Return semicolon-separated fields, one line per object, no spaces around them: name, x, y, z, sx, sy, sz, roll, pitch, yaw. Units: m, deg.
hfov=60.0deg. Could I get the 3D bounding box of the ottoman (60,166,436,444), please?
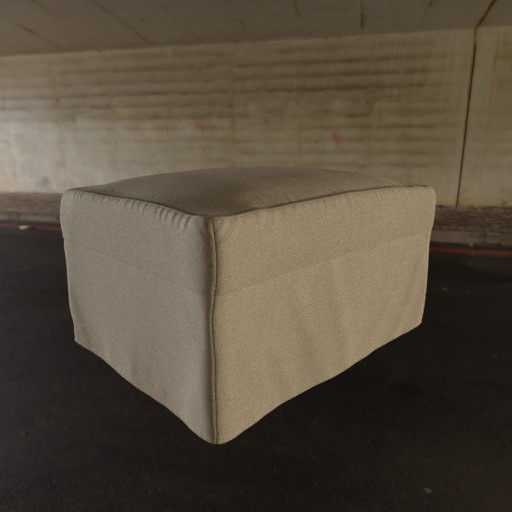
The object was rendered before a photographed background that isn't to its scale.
ottoman;0.000;0.000;1.245;0.833;0.485;0.650;-14;20;-42
